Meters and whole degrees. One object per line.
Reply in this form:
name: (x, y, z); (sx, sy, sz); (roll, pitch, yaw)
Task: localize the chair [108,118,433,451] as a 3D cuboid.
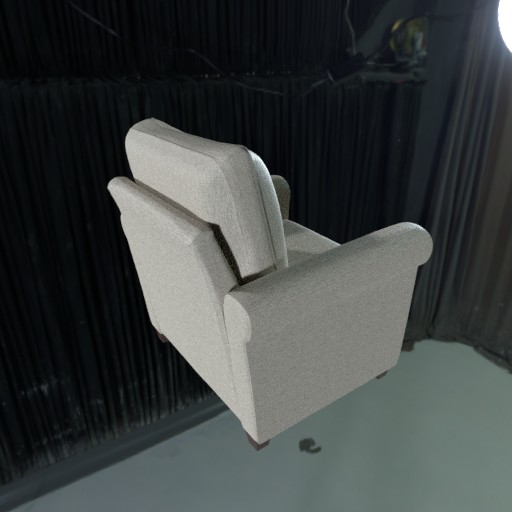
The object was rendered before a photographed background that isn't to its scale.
chair: (0.000, 0.000, 2.312); (1.180, 1.349, 1.275); (-17, 30, -32)
